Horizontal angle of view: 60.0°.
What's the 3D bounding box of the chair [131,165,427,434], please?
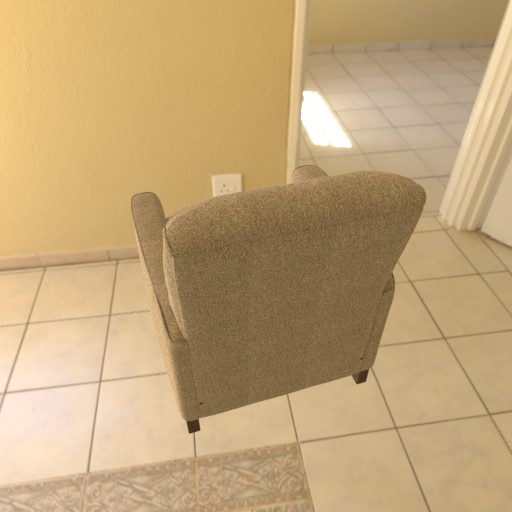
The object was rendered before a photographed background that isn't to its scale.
[{"bbox_3d":[0.000,0.000,1.667,0.841,1.028,0.858,-12,43,-13],"label":"chair"}]
